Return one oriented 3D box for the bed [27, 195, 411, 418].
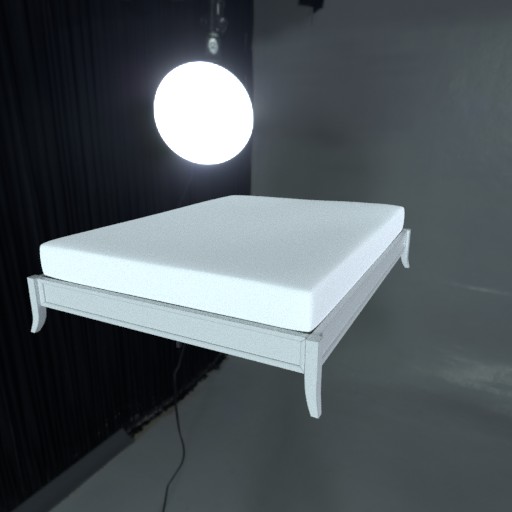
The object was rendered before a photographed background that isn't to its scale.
[{"bbox_3d":[0.000,0.000,2.829,1.604,0.510,2.108,8,18,26],"label":"bed"}]
